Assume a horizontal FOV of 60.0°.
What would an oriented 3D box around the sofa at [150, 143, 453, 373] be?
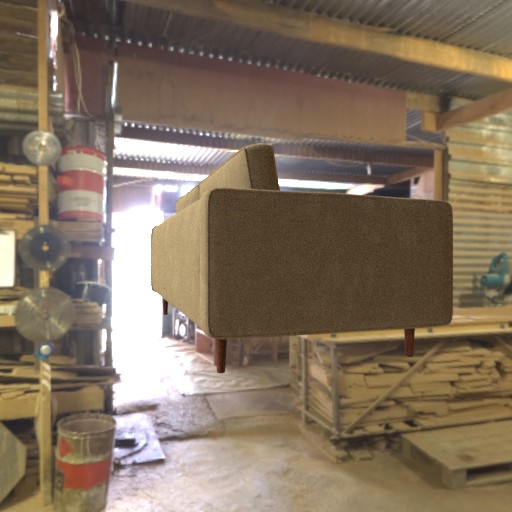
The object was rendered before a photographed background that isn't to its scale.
[{"bbox_3d":[0.000,0.000,2.304,0.920,0.769,1.883,0,0,-18],"label":"sofa"}]
